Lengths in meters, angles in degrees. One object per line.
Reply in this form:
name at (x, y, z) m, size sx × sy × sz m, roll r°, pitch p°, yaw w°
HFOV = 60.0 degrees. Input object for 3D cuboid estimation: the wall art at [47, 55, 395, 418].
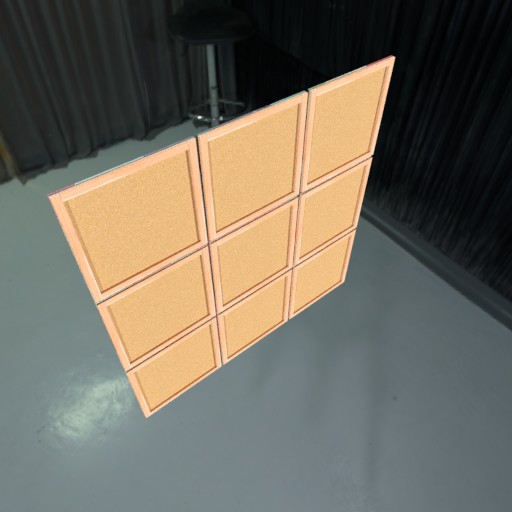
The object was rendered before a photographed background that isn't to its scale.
wall art at (0.000, 0.000, 1.288) m, size 0.911 × 0.910 × 0.012 m, roll -30°, pitch 54°, yaw -25°
